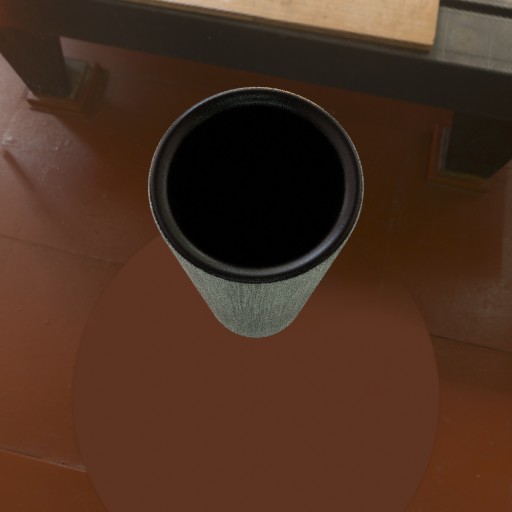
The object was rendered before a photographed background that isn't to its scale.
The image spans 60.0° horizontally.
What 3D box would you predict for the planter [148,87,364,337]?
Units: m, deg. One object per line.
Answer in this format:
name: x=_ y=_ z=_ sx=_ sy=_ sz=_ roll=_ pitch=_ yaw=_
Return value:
planter: x=0.000 y=0.000 z=0.333 sx=0.100 sy=0.270 sz=0.100 roll=-42 pitch=79 yaw=-10
